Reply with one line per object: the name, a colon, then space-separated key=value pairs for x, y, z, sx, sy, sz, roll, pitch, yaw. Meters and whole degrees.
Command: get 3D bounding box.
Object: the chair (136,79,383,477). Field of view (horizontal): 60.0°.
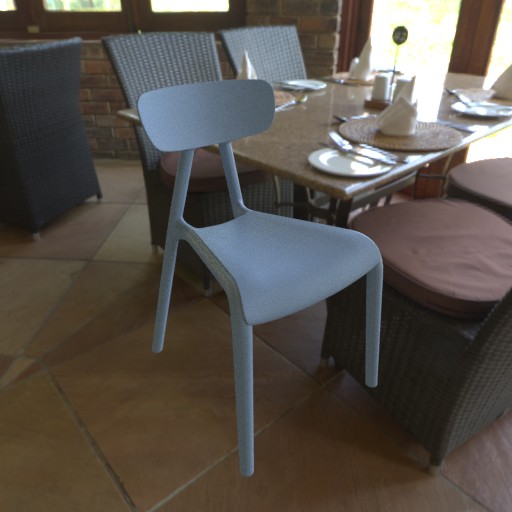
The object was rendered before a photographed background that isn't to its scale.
chair: x=0.000 y=0.000 z=0.846 sx=0.356 sy=0.580 sz=0.401 roll=-21 pitch=36 yaw=-32
